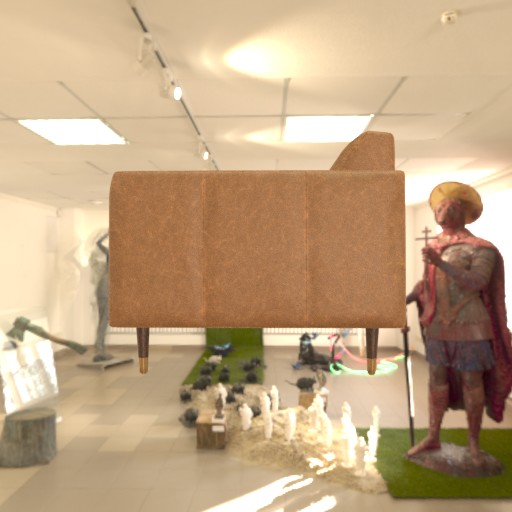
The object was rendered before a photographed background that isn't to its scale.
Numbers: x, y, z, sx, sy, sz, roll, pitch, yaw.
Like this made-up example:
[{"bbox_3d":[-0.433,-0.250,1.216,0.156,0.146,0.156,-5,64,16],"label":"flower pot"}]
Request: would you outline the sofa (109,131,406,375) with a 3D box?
[{"bbox_3d":[0.000,0.000,2.122,0.960,0.820,1.549,0,-1,1],"label":"sofa"}]
